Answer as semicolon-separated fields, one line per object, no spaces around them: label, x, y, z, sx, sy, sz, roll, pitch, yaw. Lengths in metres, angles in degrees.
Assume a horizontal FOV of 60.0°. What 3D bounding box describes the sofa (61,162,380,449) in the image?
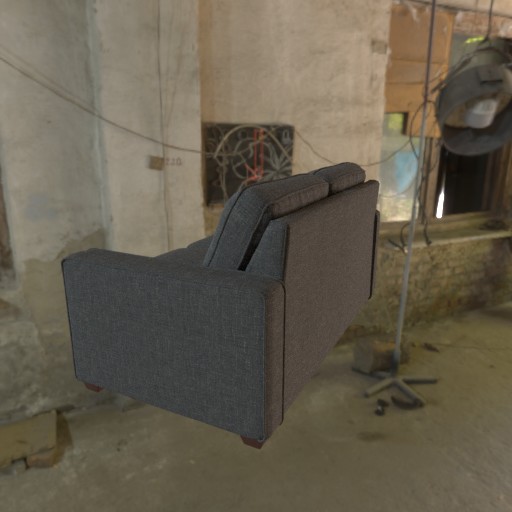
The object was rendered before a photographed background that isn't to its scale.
sofa;0.000;0.000;2.333;0.947;0.918;1.709;8;18;26
